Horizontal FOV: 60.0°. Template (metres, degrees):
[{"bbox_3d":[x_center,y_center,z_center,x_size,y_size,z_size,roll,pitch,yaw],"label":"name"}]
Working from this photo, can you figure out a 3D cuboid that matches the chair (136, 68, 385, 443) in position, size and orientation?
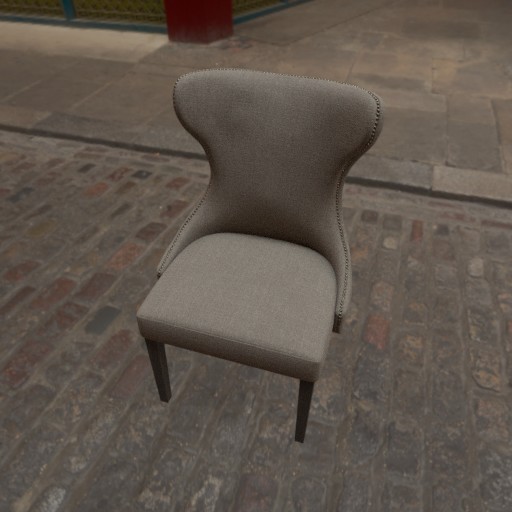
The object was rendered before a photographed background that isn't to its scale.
[{"bbox_3d":[0.000,0.000,1.404,0.628,0.967,0.635,12,42,13],"label":"chair"}]
